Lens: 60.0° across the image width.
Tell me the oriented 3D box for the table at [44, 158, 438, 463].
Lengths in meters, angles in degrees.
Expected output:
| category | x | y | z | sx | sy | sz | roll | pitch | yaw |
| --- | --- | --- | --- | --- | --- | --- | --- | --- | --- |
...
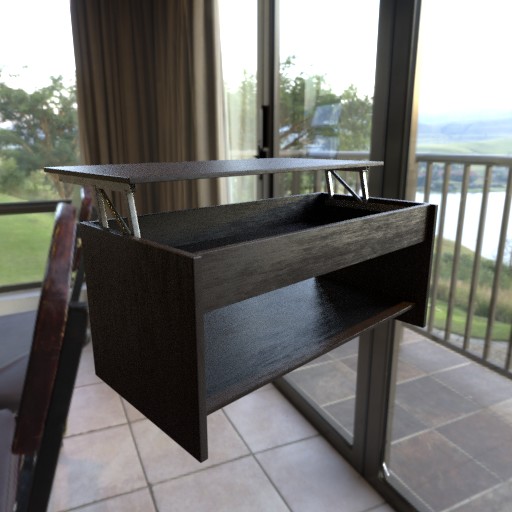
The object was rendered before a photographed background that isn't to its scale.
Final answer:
| category | x | y | z | sx | sy | sz | roll | pitch | yaw |
| --- | --- | --- | --- | --- | --- | --- | --- | --- | --- |
| table | 0.000 | 0.000 | 1.424 | 1.000 | 0.570 | 0.712 | -14 | 20 | -42 |
